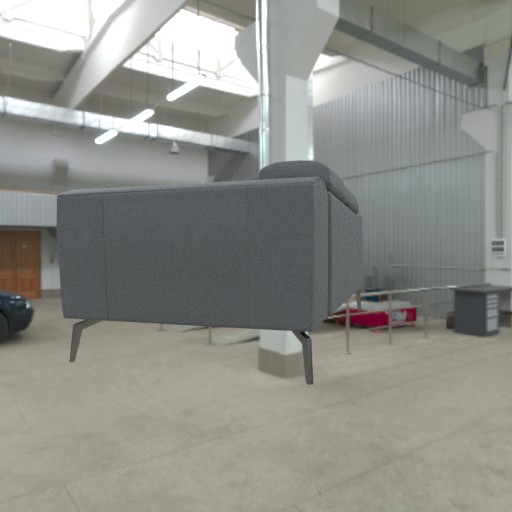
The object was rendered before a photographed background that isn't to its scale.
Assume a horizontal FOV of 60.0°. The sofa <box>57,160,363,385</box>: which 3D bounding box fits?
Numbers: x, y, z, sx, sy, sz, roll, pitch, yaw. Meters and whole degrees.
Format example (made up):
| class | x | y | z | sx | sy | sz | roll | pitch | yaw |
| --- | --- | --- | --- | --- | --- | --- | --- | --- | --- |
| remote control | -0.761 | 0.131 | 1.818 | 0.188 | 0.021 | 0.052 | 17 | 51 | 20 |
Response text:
| class | x | y | z | sx | sy | sz | roll | pitch | yaw |
| --- | --- | --- | --- | --- | --- | --- | --- | --- | --- |
| sofa | 0.000 | 0.000 | 2.395 | 1.003 | 0.779 | 1.895 | 0 | 1 | 18 |
